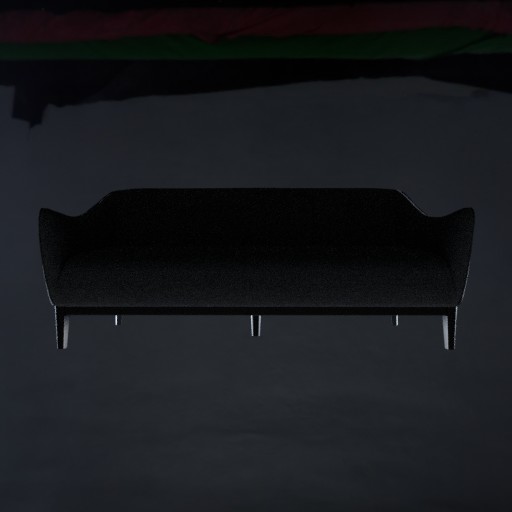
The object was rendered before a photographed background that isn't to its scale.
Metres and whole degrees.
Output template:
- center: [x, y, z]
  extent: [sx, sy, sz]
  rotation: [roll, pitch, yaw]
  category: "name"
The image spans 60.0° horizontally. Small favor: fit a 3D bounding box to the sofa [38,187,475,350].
- center: [0.000, 0.000, 2.335]
  extent: [1.928, 0.829, 0.867]
  rotation: [0, 0, 0]
  category: "sofa"
